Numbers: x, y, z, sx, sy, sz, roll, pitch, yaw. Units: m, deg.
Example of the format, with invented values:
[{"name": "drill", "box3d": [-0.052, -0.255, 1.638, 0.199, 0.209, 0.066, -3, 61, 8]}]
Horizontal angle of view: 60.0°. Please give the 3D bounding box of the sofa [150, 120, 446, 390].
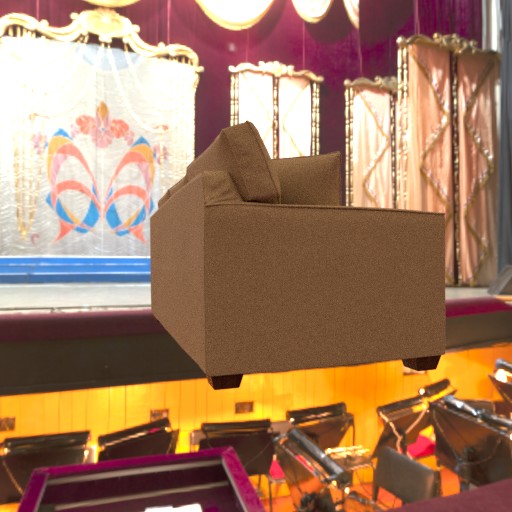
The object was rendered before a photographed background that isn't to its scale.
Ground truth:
[{"name": "sofa", "box3d": [0.000, 0.000, 2.560, 1.034, 0.946, 1.962, 0, -1, -19]}]
